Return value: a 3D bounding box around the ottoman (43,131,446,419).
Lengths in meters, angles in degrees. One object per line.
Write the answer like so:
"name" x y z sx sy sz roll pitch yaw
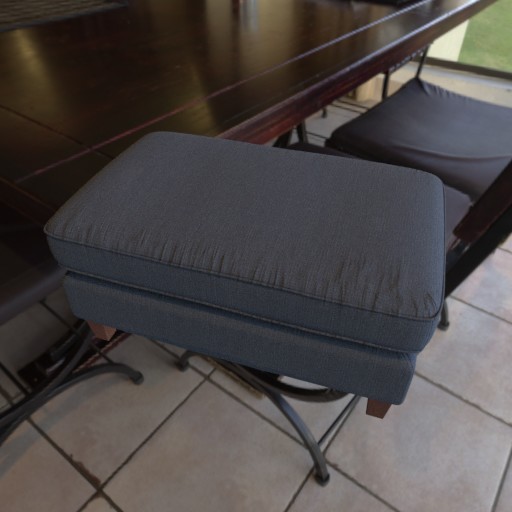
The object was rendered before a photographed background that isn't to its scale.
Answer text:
"ottoman" 0.000 0.000 1.193 0.885 0.438 0.570 12 42 14
